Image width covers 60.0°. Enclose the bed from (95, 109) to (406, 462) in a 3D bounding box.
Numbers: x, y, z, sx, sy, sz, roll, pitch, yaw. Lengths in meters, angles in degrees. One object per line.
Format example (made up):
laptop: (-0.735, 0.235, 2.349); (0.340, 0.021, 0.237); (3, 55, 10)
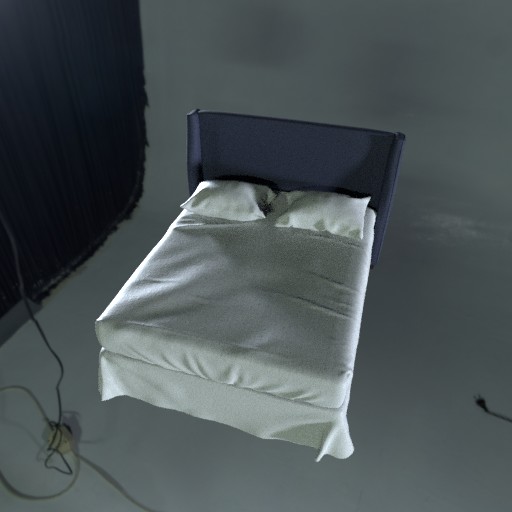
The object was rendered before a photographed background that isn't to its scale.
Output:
bed: (0.000, 0.000, 3.430); (1.925, 1.332, 2.276); (11, 40, 13)
